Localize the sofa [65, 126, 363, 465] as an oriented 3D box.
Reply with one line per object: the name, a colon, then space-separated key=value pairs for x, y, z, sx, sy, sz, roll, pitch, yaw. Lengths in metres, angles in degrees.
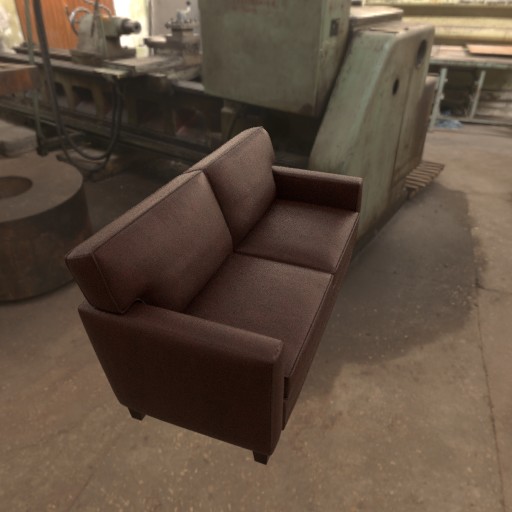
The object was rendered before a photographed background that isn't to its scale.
sofa: x=0.000 y=0.000 z=2.442 sx=0.912 sy=0.928 sz=1.876 roll=11 pitch=33 yaw=18
